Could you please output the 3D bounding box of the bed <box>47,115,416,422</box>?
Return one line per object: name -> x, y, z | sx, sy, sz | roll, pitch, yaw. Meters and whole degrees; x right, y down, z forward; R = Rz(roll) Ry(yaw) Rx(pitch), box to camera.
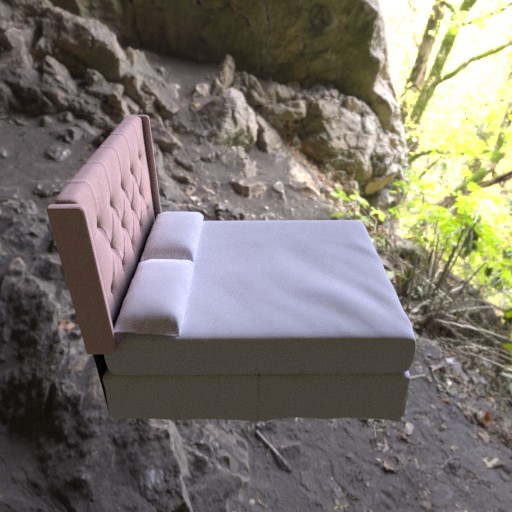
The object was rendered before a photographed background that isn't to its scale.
bed -> 0.000, 0.000, 3.295 | 2.066, 1.665, 1.719 | 0, 33, -1
